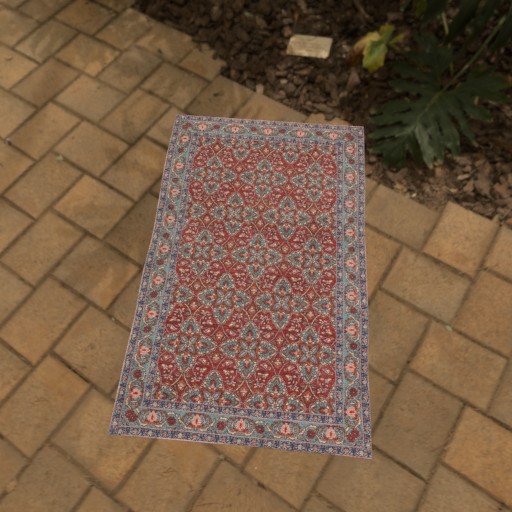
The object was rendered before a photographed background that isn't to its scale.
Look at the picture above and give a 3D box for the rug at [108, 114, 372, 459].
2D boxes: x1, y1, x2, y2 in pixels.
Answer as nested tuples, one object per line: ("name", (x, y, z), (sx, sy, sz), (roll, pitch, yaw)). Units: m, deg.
("rug", (0.000, 0.000, 3.069), (1.533, 0.011, 2.439), (4, 65, 2))
